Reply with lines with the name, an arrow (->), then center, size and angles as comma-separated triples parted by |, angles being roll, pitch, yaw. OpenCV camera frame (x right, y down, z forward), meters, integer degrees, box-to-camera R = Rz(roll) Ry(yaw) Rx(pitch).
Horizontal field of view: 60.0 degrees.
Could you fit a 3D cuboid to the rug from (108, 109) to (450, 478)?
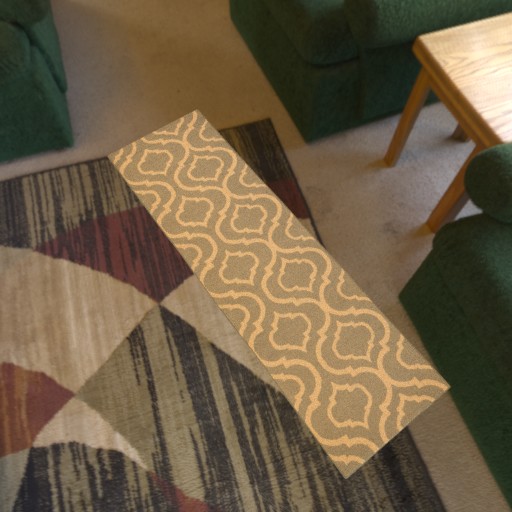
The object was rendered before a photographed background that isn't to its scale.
rug -> 0.000, 0.000, 2.483 | 0.684, 0.009, 2.275 | -33, 67, -16
